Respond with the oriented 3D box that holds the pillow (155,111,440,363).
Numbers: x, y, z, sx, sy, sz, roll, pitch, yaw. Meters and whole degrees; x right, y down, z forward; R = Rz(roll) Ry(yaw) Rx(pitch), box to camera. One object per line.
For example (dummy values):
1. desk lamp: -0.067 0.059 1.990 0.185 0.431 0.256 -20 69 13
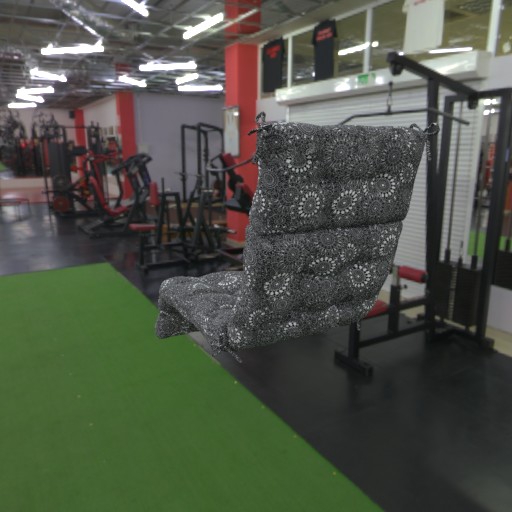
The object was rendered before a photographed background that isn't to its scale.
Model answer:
1. pillow: 0.000 0.000 1.515 0.526 0.863 1.016 -7 15 -28
